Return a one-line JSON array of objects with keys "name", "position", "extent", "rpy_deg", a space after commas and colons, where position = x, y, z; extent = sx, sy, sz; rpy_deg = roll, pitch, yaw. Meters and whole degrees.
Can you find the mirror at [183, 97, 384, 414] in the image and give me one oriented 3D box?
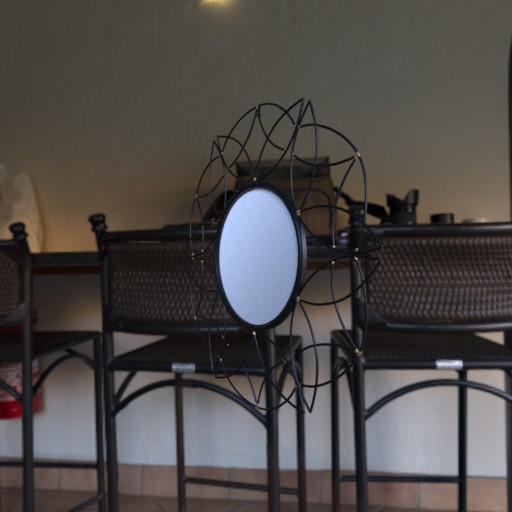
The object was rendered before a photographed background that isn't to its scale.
[{"name": "mirror", "position": [0.000, 0.000, 1.129], "extent": [0.028, 0.775, 0.797], "rpy_deg": [1, -1, -36]}]
